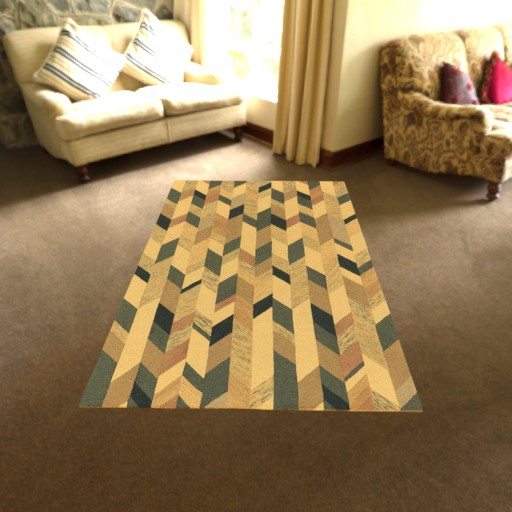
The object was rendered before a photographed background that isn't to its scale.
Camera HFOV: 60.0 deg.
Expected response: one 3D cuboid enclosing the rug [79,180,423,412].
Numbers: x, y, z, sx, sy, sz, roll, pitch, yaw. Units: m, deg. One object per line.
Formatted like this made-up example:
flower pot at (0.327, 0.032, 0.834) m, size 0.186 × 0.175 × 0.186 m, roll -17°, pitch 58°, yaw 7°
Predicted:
rug at (0.000, 0.000, 2.931) m, size 1.513 × 0.008 × 2.423 m, roll 1°, pitch 33°, yaw 1°
